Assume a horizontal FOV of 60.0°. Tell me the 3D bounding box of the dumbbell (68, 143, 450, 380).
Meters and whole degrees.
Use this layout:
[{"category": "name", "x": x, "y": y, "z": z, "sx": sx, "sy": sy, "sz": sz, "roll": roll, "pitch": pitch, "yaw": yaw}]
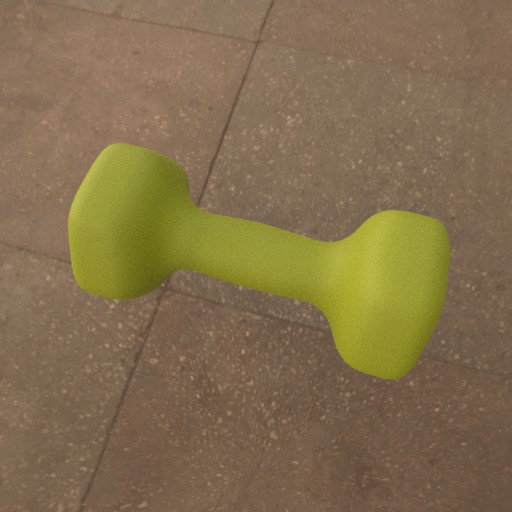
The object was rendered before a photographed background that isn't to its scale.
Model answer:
[{"category": "dumbbell", "x": 0.000, "y": 0.000, "z": 0.209, "sx": 0.164, "sy": 0.072, "sz": 0.080, "roll": 15, "pitch": 65, "yaw": 8}]
